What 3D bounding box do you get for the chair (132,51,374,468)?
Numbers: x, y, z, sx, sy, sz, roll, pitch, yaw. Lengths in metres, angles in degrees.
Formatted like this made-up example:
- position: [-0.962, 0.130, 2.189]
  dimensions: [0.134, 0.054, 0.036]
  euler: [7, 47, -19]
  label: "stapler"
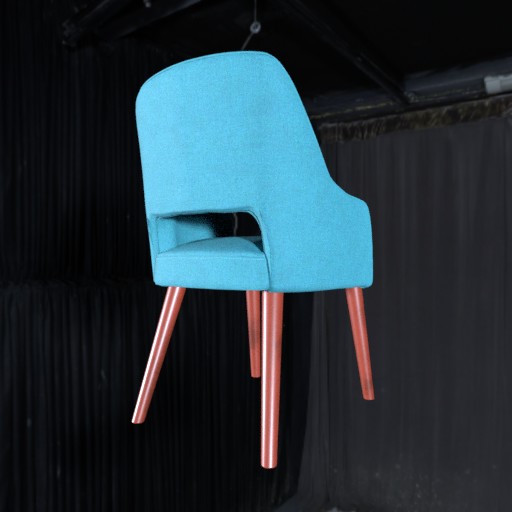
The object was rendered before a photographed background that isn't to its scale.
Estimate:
- position: [0.000, 0.000, 1.211]
  dimensions: [0.548, 0.849, 0.605]
  euler: [0, 0, 36]
  label: "chair"
